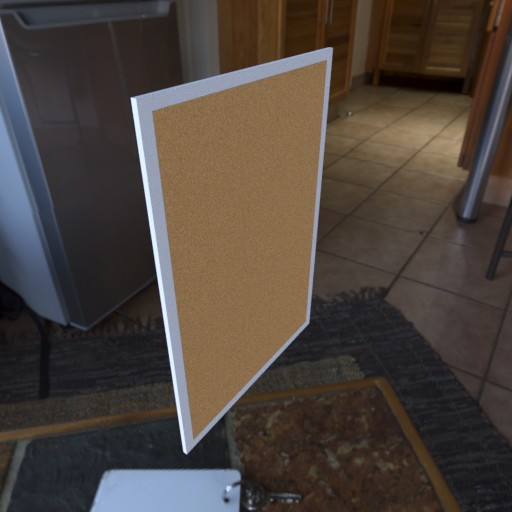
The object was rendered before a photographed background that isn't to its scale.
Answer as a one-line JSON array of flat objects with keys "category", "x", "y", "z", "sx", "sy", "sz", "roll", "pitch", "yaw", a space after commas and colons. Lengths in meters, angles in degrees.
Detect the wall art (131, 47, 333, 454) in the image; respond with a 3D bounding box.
[{"category": "wall art", "x": 0.000, "y": 0.000, "z": 1.179, "sx": 0.013, "sy": 0.940, "sz": 0.659, "roll": 22, "pitch": 39, "yaw": 30}]
